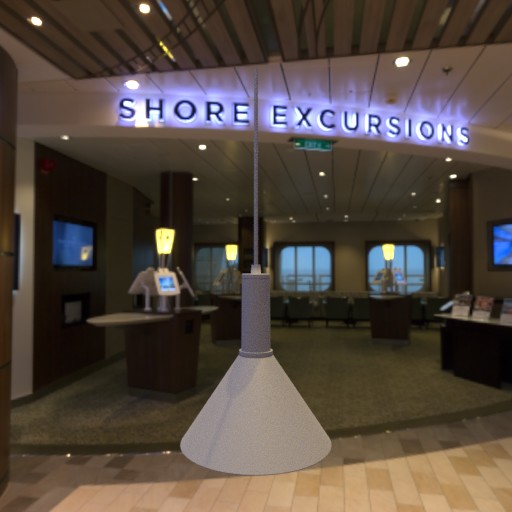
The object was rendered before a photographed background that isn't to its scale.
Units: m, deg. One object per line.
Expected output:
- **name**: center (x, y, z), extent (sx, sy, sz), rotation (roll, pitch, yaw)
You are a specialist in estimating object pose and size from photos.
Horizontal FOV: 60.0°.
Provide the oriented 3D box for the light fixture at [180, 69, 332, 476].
- **light fixture**: center (0.000, 0.000, 0.803), extent (0.267, 0.683, 0.267), rotation (1, -2, -36)
